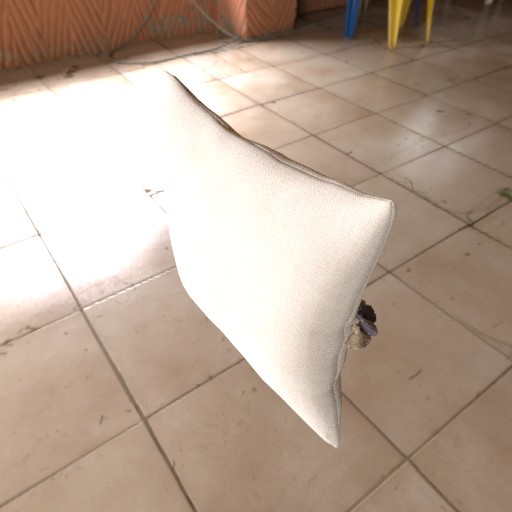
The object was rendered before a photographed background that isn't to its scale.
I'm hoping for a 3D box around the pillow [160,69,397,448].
[{"bbox_3d":[0.000,0.000,0.721,0.165,0.481,0.489,-26,48,-27],"label":"pillow"}]
